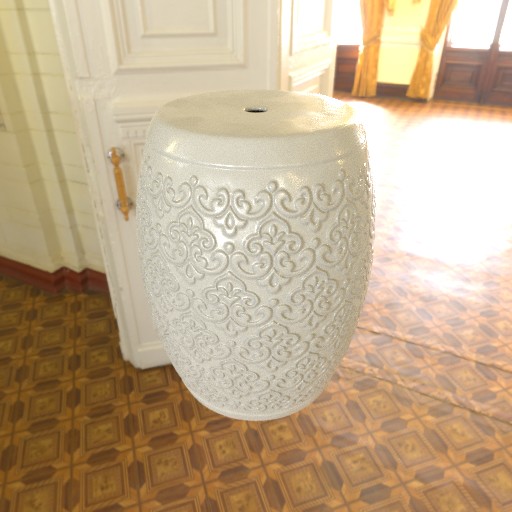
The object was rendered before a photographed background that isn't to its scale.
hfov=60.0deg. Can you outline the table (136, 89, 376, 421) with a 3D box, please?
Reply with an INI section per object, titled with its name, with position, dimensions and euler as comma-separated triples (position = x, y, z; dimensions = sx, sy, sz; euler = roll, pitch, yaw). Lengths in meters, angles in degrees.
[table]
position = 0.000, 0.000, 0.610
dimensions = 0.309, 0.397, 0.309
euler = 0, 31, 0
